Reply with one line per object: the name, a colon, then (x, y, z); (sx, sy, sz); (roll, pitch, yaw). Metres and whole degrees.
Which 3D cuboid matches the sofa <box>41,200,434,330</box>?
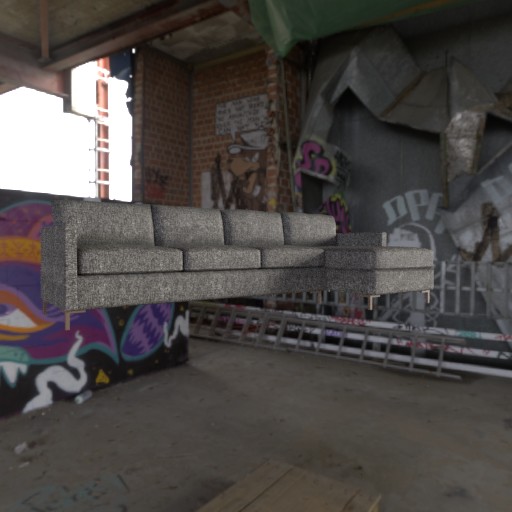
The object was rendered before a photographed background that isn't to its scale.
sofa: (0.000, 0.000, 4.088); (3.384, 0.970, 1.488); (-1, 1, -35)
